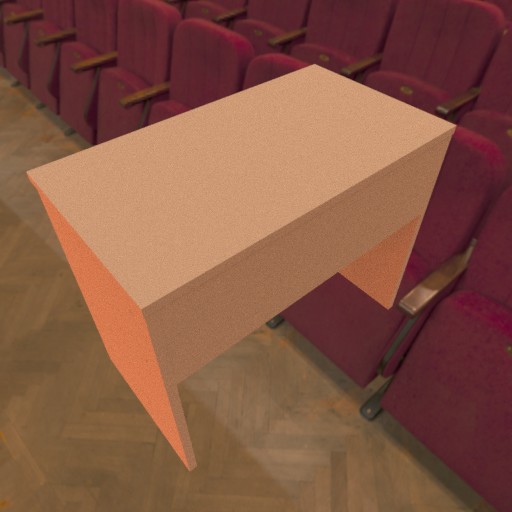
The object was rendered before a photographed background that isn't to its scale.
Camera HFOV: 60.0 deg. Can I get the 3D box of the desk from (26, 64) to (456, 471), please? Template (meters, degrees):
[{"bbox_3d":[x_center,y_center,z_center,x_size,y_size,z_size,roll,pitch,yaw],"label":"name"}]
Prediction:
[{"bbox_3d":[0.000,0.000,1.301,0.900,0.729,0.498,-31,53,-27],"label":"desk"}]
